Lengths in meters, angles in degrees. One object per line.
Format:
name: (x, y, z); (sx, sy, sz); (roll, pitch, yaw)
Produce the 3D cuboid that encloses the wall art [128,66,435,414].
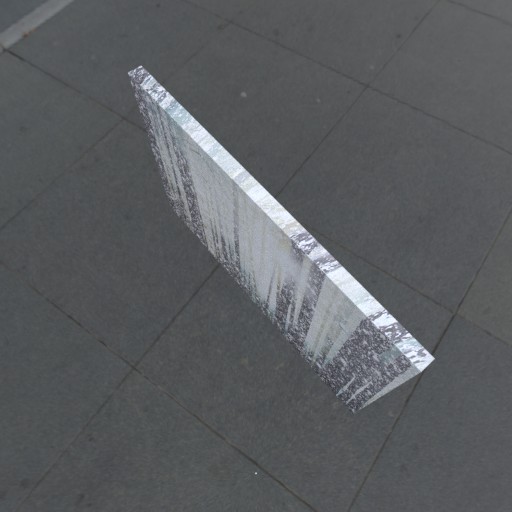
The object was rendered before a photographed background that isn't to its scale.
wall art: (0.000, 0.000, 1.180); (0.038, 0.598, 0.919); (-36, 69, -16)
